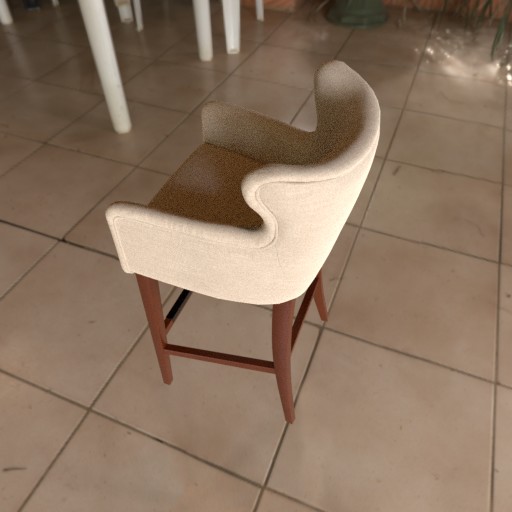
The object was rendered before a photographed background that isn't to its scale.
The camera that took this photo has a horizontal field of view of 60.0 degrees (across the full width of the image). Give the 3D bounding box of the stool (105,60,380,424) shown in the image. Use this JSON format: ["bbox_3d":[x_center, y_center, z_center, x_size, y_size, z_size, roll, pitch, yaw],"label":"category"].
[{"bbox_3d":[0.000,0.000,1.360,0.563,1.034,0.556,16,48,14],"label":"stool"}]
